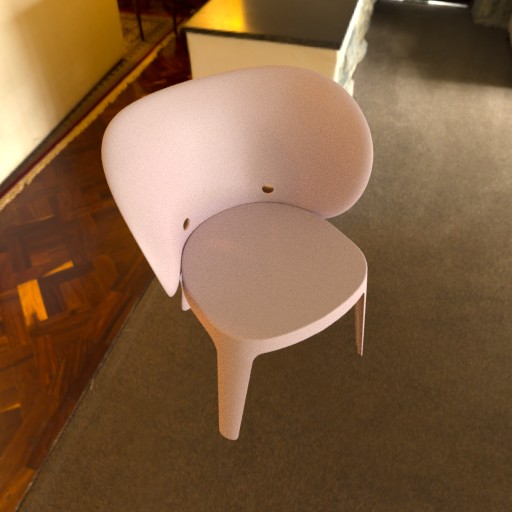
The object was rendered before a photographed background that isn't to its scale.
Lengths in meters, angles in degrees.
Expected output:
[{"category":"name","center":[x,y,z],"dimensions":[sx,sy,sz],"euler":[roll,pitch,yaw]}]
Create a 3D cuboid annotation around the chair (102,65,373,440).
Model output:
[{"category":"chair","center":[0.000,0.000,0.854],"dimensions":[0.451,0.554,0.402],"euler":[-26,52,-23]}]
